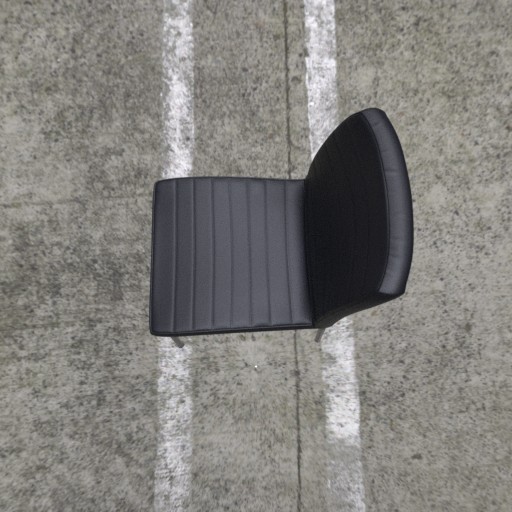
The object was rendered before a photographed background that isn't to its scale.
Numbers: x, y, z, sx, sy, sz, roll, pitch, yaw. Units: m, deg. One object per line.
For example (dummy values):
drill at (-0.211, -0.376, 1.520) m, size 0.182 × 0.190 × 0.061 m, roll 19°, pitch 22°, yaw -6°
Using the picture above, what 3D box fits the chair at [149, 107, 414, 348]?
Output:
chair at (0.000, 0.000, 1.223) m, size 0.572 × 0.872 × 0.450 m, roll -2°, pitch 76°, yaw 0°
